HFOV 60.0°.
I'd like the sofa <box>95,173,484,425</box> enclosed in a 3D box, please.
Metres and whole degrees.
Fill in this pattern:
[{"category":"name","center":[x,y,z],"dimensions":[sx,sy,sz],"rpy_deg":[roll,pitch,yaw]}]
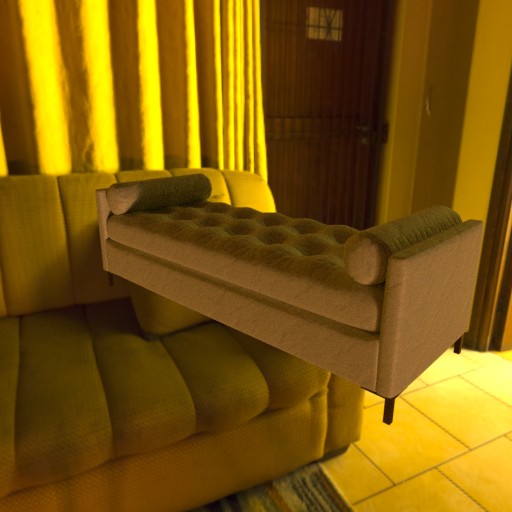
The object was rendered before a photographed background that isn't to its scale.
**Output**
[{"category":"sofa","center":[0.000,0.000,2.466],"dimensions":[2.102,0.705,0.796],"rpy_deg":[16,24,41]}]
